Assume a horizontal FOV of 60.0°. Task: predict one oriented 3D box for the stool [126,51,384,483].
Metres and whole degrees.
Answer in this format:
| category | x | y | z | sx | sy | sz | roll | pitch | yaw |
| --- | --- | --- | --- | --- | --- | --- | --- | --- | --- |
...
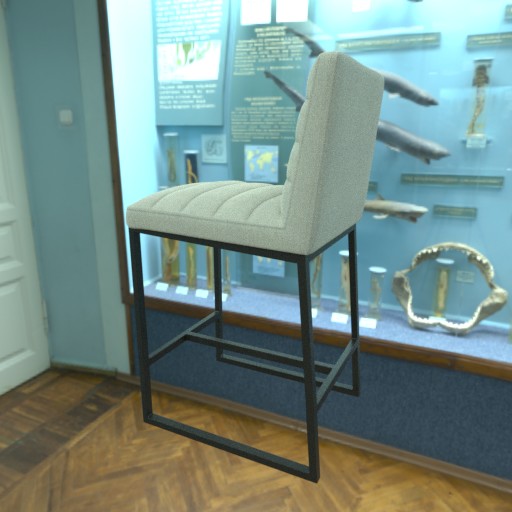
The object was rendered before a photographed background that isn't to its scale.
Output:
| category | x | y | z | sx | sy | sz | roll | pitch | yaw |
| --- | --- | --- | --- | --- | --- | --- | --- | --- | --- |
| stool | 0.000 | 0.000 | 1.248 | 0.567 | 0.971 | 0.459 | 8 | 17 | 25 |
